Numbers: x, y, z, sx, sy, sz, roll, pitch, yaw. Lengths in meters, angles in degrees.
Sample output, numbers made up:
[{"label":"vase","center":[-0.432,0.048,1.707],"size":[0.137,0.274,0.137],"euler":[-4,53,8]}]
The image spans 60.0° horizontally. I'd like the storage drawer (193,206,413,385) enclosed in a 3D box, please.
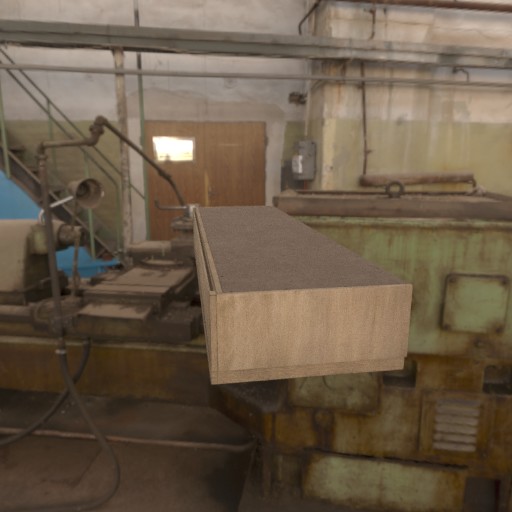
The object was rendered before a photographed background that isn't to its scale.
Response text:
[{"label":"storage drawer","center":[0.000,0.000,2.272],"size":[0.591,0.274,2.072],"euler":[-2,13,-9]}]
